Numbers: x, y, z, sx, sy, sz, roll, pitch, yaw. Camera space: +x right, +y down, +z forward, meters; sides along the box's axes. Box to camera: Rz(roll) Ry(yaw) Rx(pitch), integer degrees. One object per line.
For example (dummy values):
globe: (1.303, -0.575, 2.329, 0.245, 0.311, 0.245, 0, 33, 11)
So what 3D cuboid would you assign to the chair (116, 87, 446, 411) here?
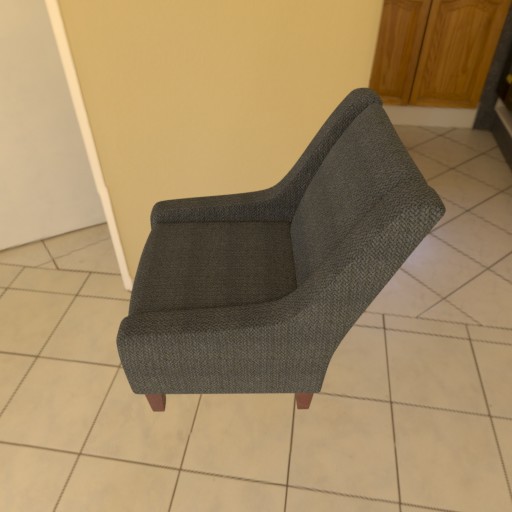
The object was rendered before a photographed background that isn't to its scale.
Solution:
chair: (0.000, 0.000, 1.700, 0.944, 1.012, 0.793, -1, 41, -1)
